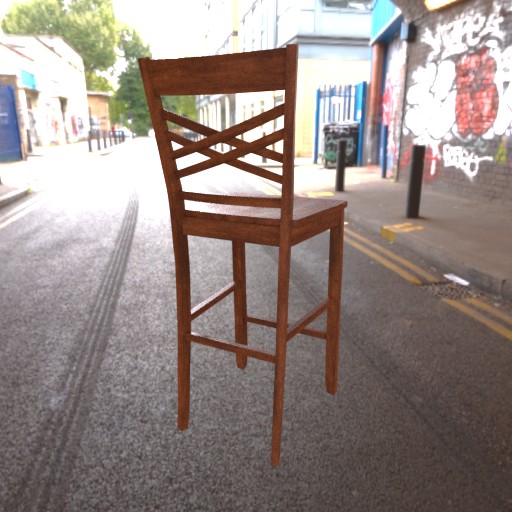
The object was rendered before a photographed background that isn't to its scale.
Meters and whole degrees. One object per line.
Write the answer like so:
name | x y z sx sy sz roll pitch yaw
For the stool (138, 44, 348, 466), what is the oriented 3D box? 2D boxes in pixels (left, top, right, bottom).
stool | 0.000 0.000 1.370 0.433 1.105 0.487 8 18 26
